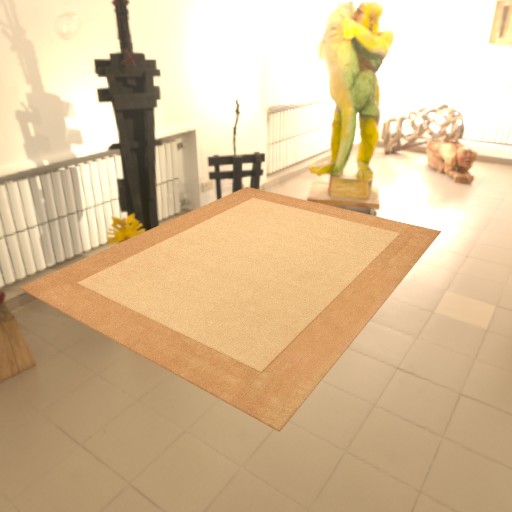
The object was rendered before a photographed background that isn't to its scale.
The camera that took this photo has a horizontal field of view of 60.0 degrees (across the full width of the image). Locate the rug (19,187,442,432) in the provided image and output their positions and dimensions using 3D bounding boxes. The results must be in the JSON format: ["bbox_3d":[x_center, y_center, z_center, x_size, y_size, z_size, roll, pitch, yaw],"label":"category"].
[{"bbox_3d":[0.000,0.000,3.991,2.438,0.014,3.048,18,32,31],"label":"rug"}]
